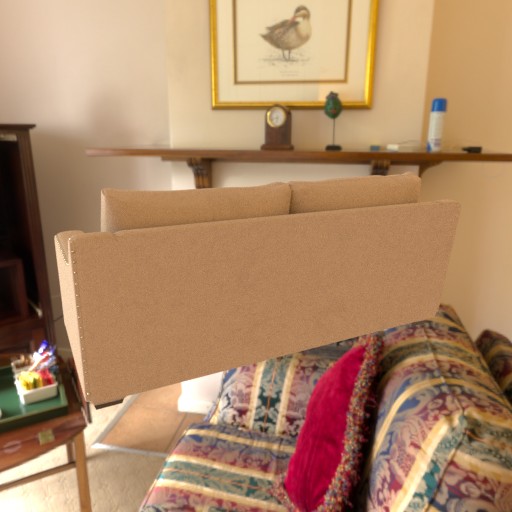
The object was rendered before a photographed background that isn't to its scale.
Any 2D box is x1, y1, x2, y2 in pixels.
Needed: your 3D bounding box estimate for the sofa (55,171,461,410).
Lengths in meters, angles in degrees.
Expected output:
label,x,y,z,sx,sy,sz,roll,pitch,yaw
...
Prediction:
label,x,y,z,sx,sy,sz,roll,pitch,yaw
sofa,0.000,0.000,2.457,1.967,0.901,1.030,-8,17,-27
